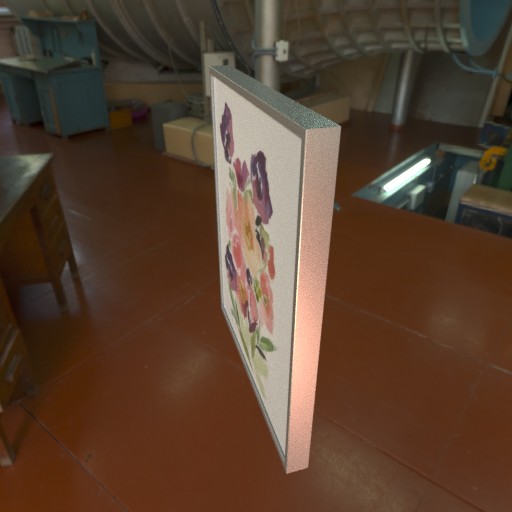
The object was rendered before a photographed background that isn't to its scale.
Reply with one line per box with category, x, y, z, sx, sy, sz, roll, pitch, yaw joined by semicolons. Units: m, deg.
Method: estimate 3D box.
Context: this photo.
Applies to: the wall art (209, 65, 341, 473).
wall art;0.000;0.000;0.761;0.038;0.549;0.452;-9;32;-15
